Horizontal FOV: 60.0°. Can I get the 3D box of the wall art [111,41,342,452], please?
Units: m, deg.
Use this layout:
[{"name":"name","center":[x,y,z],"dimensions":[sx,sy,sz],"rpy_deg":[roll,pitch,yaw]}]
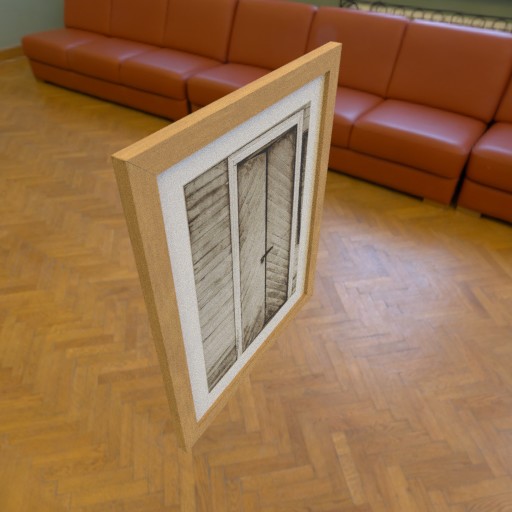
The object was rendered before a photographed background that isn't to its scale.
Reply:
[{"name":"wall art","center":[0.000,0.000,0.736],"dimensions":[0.020,0.561,0.460],"rpy_deg":[23,46,25]}]
